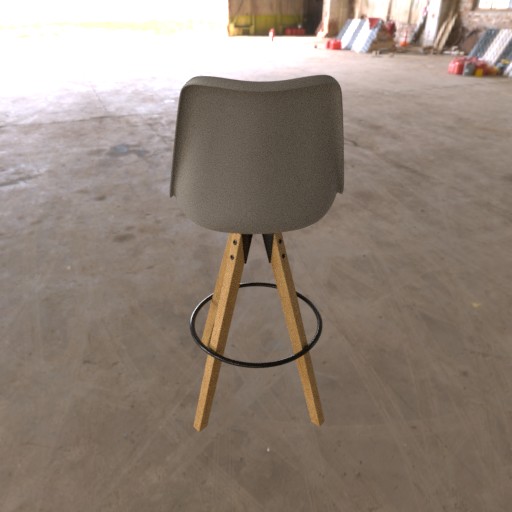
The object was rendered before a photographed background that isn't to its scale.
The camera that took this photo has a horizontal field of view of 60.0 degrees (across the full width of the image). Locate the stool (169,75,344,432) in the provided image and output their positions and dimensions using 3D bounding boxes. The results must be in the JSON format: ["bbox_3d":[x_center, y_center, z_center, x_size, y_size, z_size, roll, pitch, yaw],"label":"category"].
[{"bbox_3d":[0.000,0.000,1.367,0.485,1.115,0.550,-2,30,-3],"label":"stool"}]
